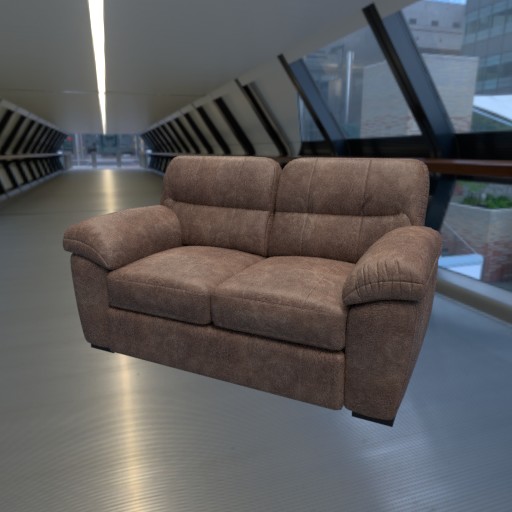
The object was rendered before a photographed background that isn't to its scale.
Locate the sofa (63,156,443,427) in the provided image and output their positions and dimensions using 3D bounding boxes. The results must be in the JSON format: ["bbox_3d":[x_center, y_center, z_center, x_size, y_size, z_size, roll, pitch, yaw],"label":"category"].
[{"bbox_3d":[0.000,0.000,2.312,1.753,0.991,0.991,7,16,25],"label":"sofa"}]
